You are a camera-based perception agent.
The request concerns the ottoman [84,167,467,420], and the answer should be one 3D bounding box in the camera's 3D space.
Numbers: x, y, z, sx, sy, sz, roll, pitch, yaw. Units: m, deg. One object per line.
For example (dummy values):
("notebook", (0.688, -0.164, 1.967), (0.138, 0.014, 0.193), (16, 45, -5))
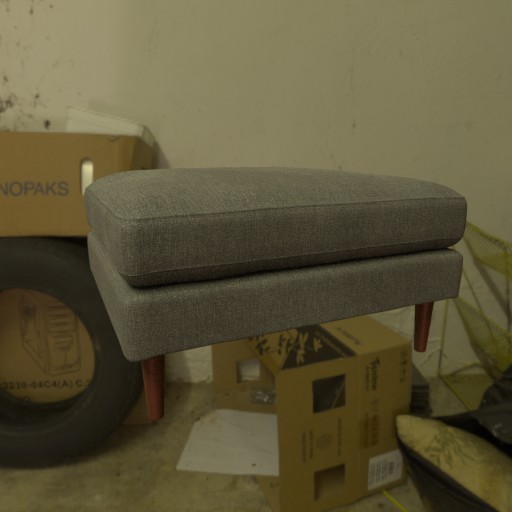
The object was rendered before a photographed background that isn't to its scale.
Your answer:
("ottoman", (0.000, 0.000, 1.223), (0.821, 0.474, 0.693), (-6, 15, -24))
